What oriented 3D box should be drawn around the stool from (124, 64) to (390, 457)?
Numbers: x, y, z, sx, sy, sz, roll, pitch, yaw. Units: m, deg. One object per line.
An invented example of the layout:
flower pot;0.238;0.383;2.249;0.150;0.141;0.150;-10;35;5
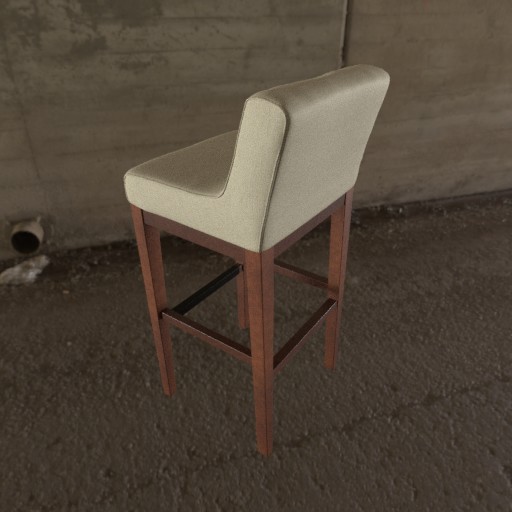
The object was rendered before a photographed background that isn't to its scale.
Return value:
stool;0.000;0.000;1.315;0.500;1.037;0.511;20;36;30
